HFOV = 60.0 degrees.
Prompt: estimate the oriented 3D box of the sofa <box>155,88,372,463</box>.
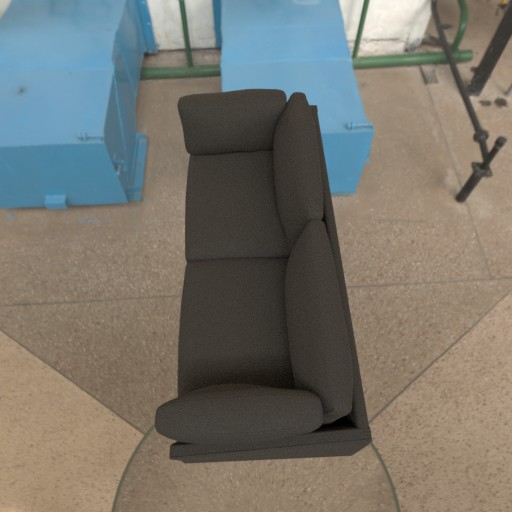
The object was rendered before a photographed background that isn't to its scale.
[{"bbox_3d":[0.000,0.000,2.746,0.969,0.792,2.312,-2,59,-1],"label":"sofa"}]
